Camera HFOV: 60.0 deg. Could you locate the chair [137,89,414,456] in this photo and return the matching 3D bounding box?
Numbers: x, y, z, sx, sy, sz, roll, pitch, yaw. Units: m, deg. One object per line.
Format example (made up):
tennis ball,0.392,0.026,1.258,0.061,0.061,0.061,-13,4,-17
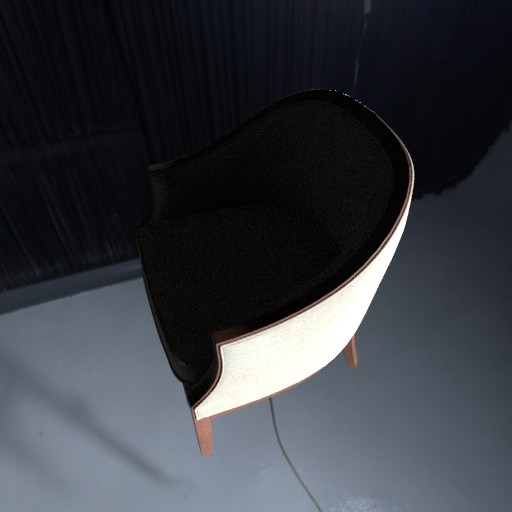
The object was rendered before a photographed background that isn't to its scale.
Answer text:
chair,0.000,0.000,1.455,0.735,0.876,0.803,-15,48,-15
